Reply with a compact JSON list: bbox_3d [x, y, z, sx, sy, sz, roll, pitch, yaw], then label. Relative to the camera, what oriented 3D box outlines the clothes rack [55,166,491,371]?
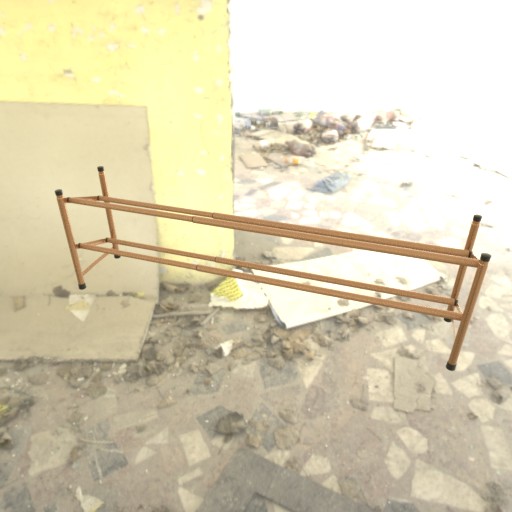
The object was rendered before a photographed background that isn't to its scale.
[{"bbox_3d":[0.000,0.000,1.310,1.168,0.349,0.229,10,33,16],"label":"clothes rack"}]
